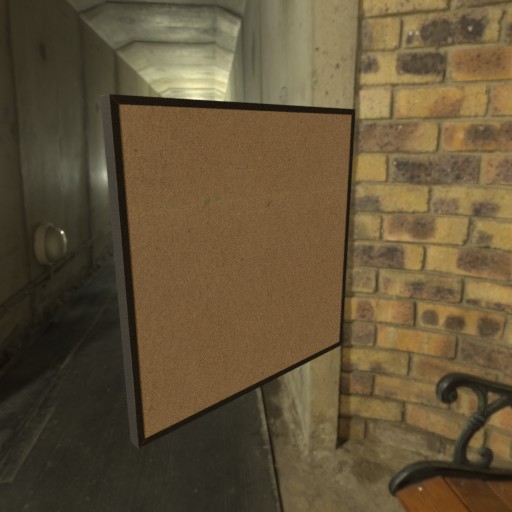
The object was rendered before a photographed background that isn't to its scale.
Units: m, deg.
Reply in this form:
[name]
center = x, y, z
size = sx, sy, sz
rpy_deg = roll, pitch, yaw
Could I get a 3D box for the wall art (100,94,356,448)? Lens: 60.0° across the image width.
[wall art]
center = 0.000, 0.000, 1.171
size = 0.762, 0.762, 0.038
rpy_deg = -14, 21, -41
